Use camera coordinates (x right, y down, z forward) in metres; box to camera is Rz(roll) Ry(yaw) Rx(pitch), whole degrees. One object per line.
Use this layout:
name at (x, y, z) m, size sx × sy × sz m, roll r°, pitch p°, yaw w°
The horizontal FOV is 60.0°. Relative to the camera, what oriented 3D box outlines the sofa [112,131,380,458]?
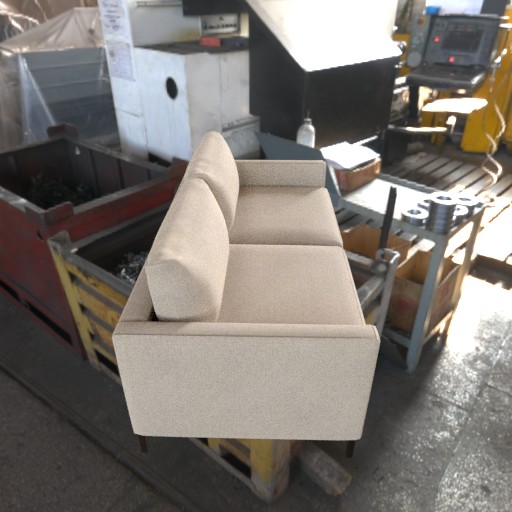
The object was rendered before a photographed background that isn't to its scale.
sofa at (0.000, 0.000, 2.187) m, size 0.875 × 0.840 × 1.682 m, roll 1°, pitch 32°, yaw 1°
